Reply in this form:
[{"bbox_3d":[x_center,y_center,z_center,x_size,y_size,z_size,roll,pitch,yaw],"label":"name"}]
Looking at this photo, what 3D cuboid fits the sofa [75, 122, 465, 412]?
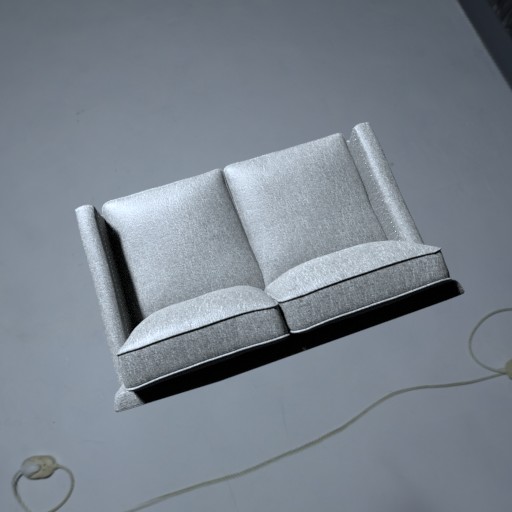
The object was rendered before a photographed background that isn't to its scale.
[{"bbox_3d":[0.000,0.000,2.261,1.597,1.003,1.084,-18,74,-5],"label":"sofa"}]
